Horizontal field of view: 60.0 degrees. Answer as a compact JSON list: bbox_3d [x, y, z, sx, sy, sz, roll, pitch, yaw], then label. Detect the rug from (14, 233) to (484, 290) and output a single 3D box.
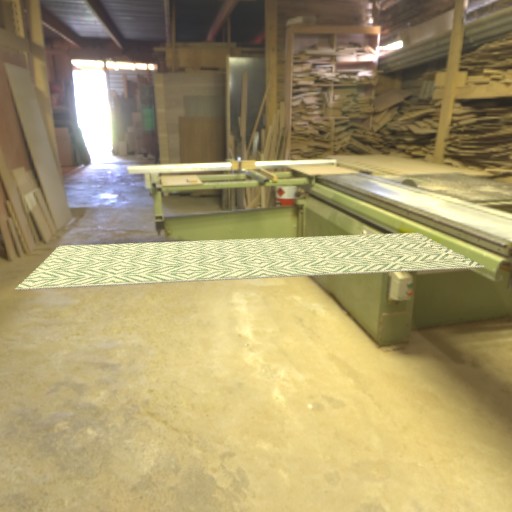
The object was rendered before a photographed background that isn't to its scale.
[{"bbox_3d":[0.000,0.000,2.627,2.435,0.009,0.750,-2,18,-8],"label":"rug"}]
